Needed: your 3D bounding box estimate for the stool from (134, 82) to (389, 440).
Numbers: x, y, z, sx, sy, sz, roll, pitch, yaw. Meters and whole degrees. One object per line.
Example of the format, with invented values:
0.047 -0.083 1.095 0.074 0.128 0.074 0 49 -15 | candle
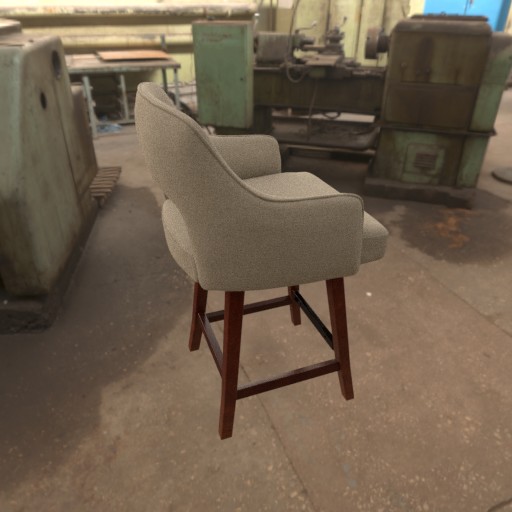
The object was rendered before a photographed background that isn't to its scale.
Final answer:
0.000 0.000 1.272 0.560 0.936 0.550 -11 32 -17 | stool
